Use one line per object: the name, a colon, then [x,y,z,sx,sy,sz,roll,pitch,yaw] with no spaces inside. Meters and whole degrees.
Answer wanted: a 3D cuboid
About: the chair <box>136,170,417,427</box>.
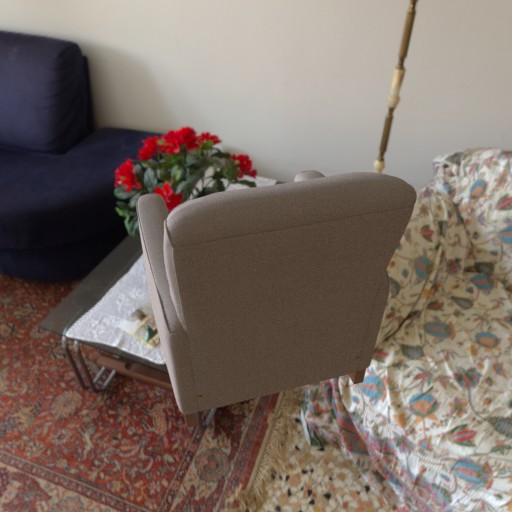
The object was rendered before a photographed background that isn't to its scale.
chair: [0.000,0.000,1.725,0.845,1.023,0.859,-11,41,-12]
